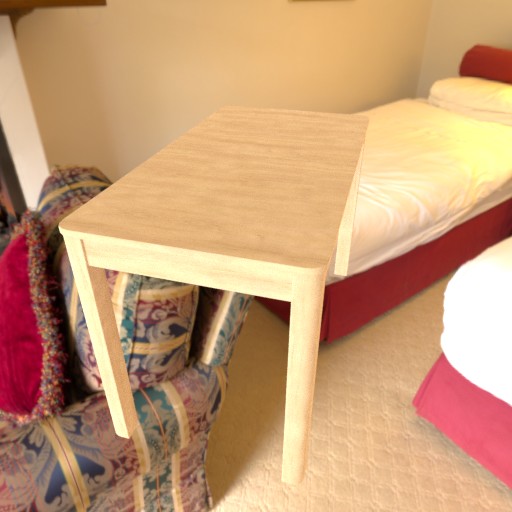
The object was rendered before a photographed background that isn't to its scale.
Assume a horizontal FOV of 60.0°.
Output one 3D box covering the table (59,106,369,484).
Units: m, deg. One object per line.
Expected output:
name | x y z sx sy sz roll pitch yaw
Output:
table | 0.000 0.000 1.923 0.750 0.900 1.400 9 33 14
